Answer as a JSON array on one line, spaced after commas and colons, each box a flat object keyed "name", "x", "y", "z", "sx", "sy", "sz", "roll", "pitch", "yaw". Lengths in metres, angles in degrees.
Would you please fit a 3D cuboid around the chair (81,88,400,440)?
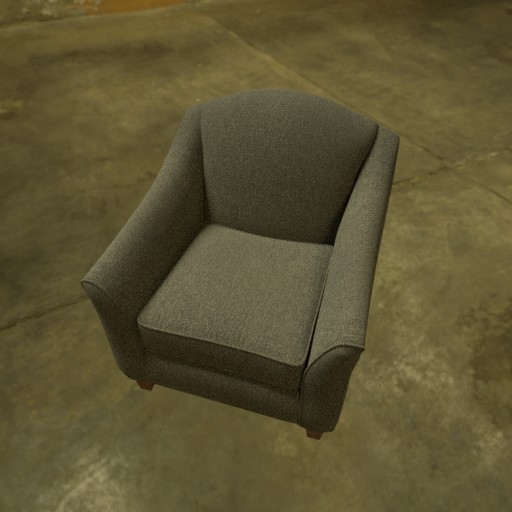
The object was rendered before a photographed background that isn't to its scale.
[{"name": "chair", "x": 0.000, "y": 0.000, "z": 1.455, "sx": 0.763, "sy": 0.839, "sz": 0.787, "roll": 12, "pitch": 43, "yaw": 13}]
